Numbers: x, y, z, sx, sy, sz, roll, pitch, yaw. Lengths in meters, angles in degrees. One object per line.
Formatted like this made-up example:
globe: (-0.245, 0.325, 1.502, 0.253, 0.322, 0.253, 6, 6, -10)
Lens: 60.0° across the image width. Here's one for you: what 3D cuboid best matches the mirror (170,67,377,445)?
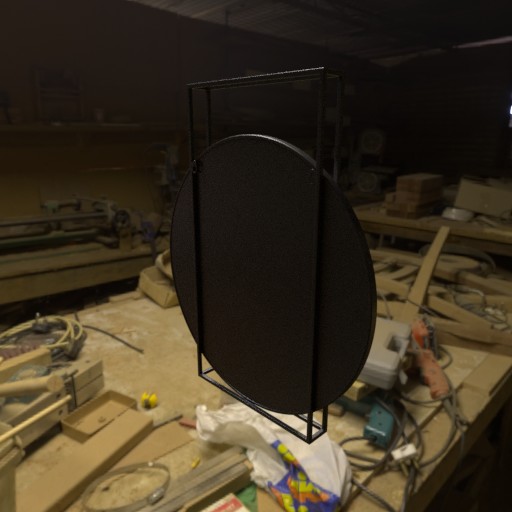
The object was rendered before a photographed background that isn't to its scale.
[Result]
mirror: (0.000, 0.000, 0.807, 0.051, 0.603, 0.508, -15, 21, -42)
